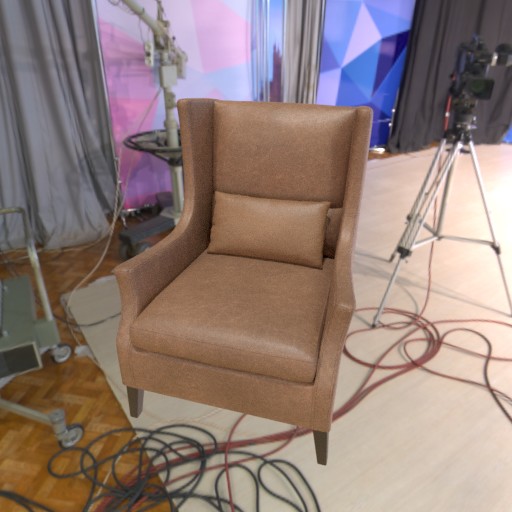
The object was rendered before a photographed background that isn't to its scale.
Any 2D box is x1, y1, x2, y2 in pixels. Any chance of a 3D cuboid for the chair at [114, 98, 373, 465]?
[{"bbox_3d":[0.000,0.000,1.727,0.815,1.088,0.913,8,29,14],"label":"chair"}]
